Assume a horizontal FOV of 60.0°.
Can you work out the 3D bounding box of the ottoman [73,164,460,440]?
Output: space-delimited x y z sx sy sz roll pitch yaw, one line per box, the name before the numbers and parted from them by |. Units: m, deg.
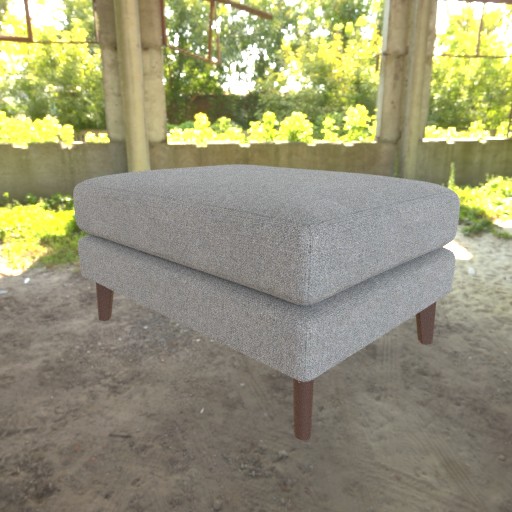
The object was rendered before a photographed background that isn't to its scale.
ottoman | 0.000 0.000 1.173 0.821 0.441 0.611 15 22 42
